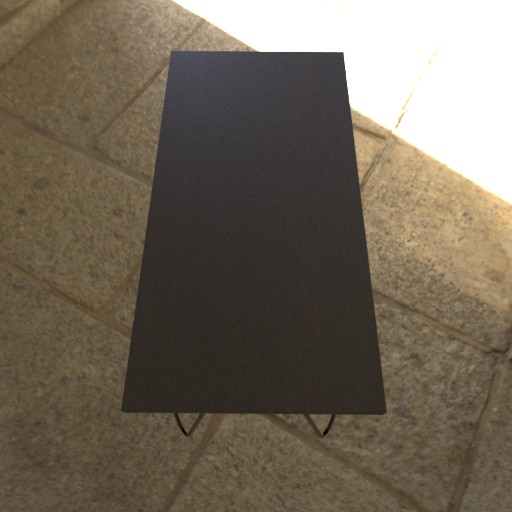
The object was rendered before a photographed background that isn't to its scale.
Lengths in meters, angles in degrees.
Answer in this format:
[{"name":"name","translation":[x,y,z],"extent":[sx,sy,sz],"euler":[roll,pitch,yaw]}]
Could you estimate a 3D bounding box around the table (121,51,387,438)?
[{"name":"table","translation":[0.000,0.000,1.349],"extent":[0.499,0.660,0.991],"euler":[0,63,0]}]
